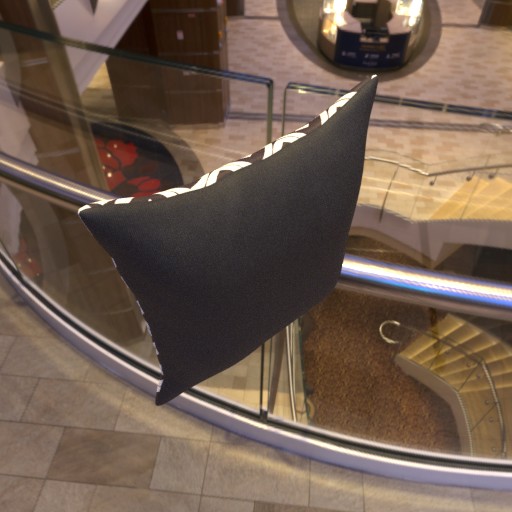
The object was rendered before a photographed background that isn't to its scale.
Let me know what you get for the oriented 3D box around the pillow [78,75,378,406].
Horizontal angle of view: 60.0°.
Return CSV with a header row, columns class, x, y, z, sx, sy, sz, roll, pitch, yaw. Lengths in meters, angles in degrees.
class,x,y,z,sx,sy,sz,roll,pitch,yaw
pillow,0.000,0.000,0.768,0.504,0.494,0.188,-32,55,-26
